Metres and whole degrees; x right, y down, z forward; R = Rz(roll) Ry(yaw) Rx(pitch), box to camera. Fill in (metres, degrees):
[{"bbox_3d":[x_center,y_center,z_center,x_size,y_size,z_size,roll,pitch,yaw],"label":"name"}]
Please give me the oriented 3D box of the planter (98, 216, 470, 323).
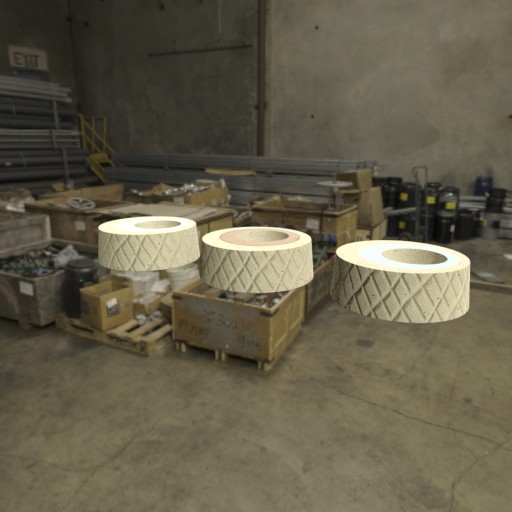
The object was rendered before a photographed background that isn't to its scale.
[{"bbox_3d":[0.000,0.000,0.442,0.390,0.038,0.114,8,17,27],"label":"planter"}]
